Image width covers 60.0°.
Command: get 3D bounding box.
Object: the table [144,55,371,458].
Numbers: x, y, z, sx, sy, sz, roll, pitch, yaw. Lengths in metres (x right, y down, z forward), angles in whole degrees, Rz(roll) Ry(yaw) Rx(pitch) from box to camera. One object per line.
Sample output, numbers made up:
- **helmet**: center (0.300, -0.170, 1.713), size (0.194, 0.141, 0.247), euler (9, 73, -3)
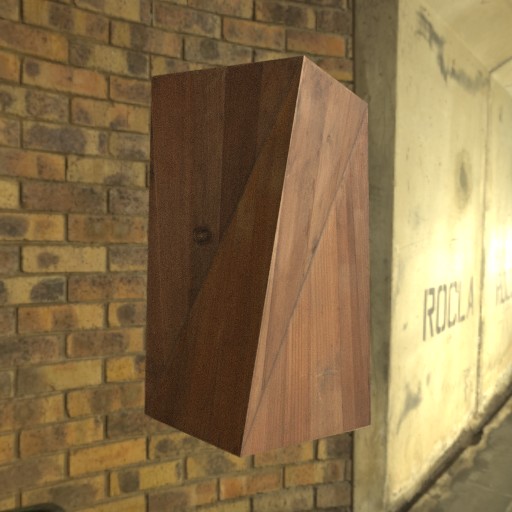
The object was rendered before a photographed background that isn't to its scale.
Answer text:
- **table**: center (0.000, 0.000, 0.875), size (0.425, 0.604, 0.441), euler (0, 0, -17)
